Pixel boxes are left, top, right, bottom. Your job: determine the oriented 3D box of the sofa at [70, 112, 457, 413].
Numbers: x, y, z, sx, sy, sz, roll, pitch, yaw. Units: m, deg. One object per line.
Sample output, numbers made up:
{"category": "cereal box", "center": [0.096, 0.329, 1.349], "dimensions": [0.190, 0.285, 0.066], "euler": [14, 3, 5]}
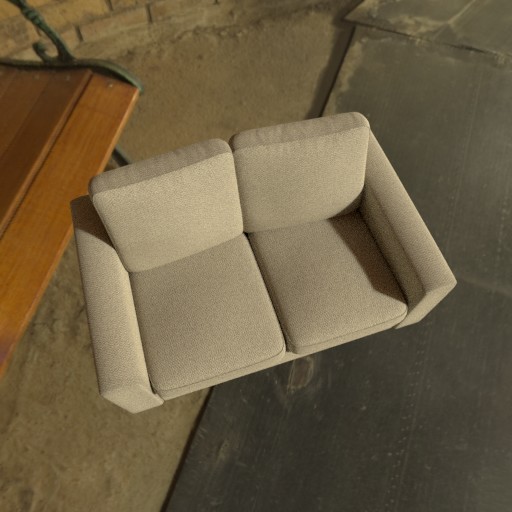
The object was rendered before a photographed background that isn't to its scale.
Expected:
{"category": "sofa", "center": [0.000, 0.000, 2.180], "dimensions": [1.616, 0.873, 1.016], "euler": [-16, 64, -8]}
